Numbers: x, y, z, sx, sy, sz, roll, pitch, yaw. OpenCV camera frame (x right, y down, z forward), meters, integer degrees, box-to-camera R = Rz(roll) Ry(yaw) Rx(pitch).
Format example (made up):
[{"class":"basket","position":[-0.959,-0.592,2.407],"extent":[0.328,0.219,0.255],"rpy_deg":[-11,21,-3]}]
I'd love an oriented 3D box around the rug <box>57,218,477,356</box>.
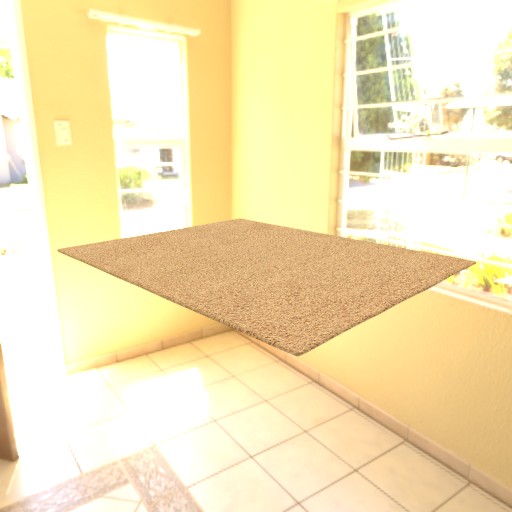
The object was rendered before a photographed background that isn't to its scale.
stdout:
[{"class":"rug","position":[0.000,0.000,4.083],"extent":[2.438,0.029,3.047],"rpy_deg":[-14,21,-43]}]
